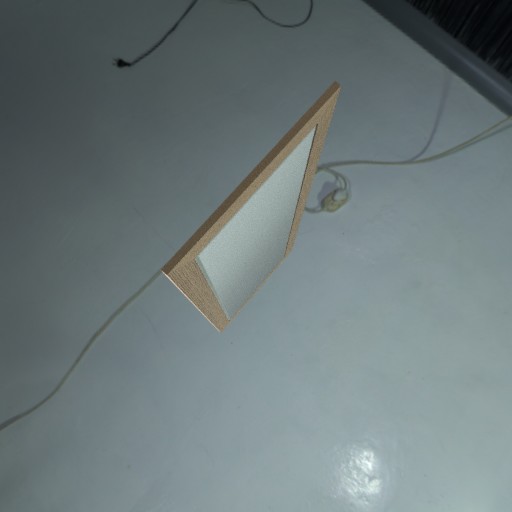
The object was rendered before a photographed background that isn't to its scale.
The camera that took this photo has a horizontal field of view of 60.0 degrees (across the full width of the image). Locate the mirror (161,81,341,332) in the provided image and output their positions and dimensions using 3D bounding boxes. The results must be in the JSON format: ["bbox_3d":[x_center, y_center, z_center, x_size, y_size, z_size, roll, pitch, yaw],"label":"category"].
[{"bbox_3d":[0.000,0.000,2.324,0.026,2.031,0.812,39,79,9],"label":"mirror"}]
